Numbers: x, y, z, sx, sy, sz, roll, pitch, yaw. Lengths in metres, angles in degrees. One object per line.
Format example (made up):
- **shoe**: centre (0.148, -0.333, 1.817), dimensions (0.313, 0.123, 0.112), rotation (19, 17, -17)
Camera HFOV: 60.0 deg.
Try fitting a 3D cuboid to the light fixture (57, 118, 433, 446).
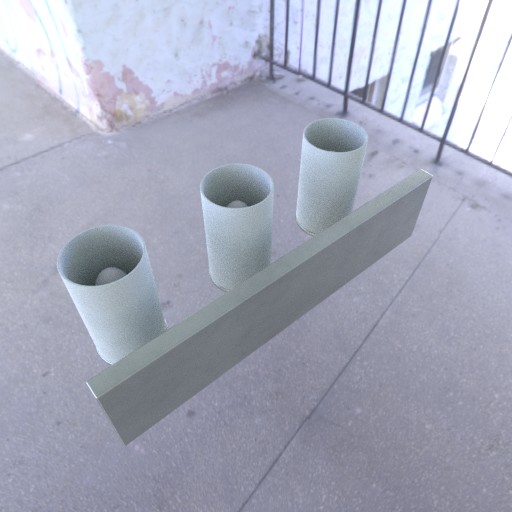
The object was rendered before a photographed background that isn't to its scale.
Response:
- **light fixture**: centre (0.000, 0.000, 0.523), dimensions (0.451, 0.172, 0.145), rotation (-32, 55, -26)
